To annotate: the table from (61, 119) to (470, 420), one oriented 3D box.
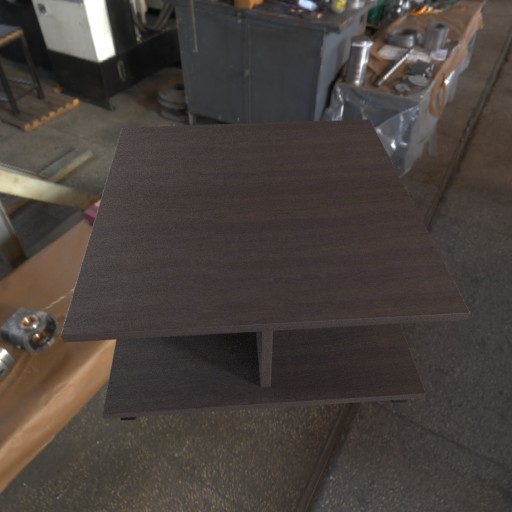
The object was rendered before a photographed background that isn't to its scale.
[{"bbox_3d":[0.000,0.000,1.229,0.762,0.396,0.762,-3,45,-3],"label":"table"}]
